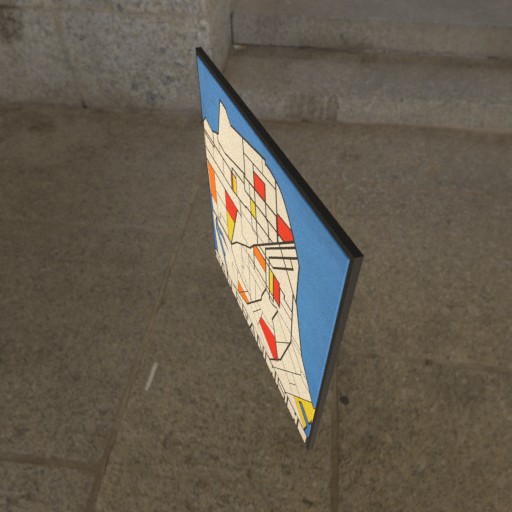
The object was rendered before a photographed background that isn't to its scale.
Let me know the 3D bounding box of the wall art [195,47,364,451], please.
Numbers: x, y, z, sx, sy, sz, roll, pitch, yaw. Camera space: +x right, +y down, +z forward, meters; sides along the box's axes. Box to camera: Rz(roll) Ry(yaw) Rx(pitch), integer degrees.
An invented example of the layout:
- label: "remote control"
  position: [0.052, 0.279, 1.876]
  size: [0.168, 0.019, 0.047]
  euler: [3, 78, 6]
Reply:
- label: "wall art"
  position: [0.000, 0.000, 0.993]
  size: [0.015, 0.663, 0.664]
  euler: [-17, 50, -15]
